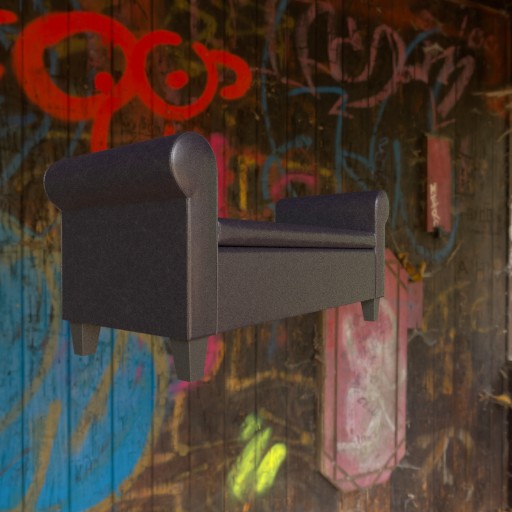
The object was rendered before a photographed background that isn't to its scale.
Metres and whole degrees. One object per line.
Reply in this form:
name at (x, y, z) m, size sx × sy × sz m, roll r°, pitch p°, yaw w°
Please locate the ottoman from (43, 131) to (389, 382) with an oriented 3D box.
ottoman at (0.000, 0.000, 1.553) m, size 0.521 × 0.547 × 1.256 m, roll 0°, pitch 1°, yaw 36°
